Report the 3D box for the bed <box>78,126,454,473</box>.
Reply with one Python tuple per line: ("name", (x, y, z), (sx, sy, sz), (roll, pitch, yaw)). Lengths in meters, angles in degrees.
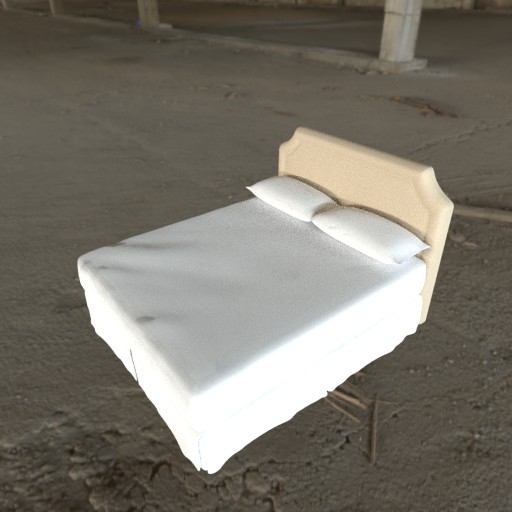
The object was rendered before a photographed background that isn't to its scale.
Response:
("bed", (0.000, 0.000, 3.898), (2.548, 1.524, 2.134), (-23, 38, -32))
